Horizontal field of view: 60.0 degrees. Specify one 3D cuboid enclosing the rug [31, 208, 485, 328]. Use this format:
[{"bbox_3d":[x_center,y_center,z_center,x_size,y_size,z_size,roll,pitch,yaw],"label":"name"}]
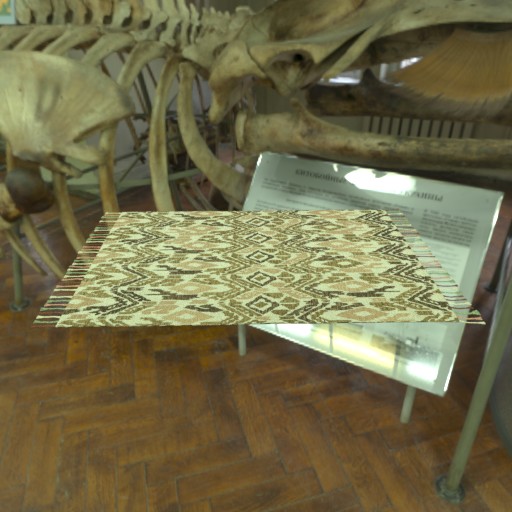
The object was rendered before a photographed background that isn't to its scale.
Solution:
[{"bbox_3d":[0.000,0.000,2.998,2.438,0.008,1.524,-1,30,-1],"label":"rug"}]
